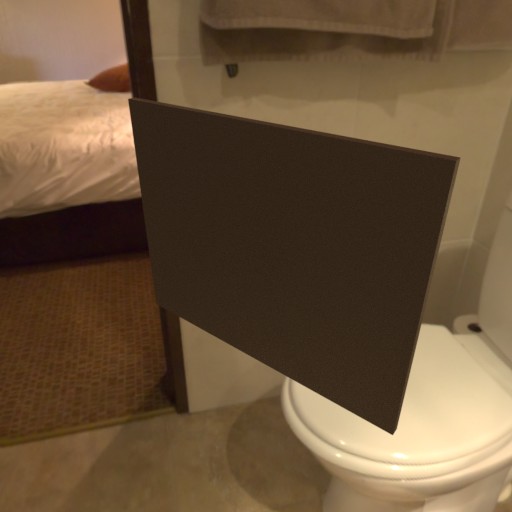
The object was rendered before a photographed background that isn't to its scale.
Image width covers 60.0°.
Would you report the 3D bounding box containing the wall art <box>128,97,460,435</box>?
[{"bbox_3d":[0.000,0.000,1.597,1.207,0.952,0.034,22,36,33],"label":"wall art"}]
